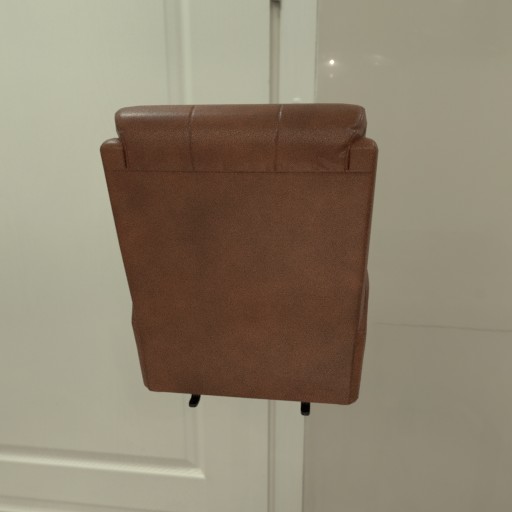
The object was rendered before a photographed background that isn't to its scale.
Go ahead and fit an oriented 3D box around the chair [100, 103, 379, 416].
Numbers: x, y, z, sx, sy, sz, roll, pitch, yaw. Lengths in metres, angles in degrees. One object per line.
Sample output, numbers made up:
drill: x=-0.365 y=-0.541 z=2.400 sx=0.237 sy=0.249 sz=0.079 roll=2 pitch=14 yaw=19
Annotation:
chair: x=0.000 y=0.000 z=1.657 sx=0.787 sy=1.016 sz=0.939 roll=2 pitch=14 yaw=7
